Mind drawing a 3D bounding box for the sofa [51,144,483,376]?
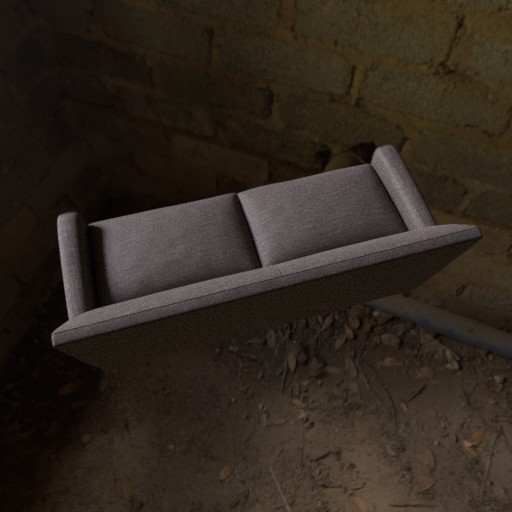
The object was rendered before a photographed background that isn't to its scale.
[{"bbox_3d":[0.000,0.000,2.438,1.976,0.846,0.875,-14,58,-9],"label":"sofa"}]
